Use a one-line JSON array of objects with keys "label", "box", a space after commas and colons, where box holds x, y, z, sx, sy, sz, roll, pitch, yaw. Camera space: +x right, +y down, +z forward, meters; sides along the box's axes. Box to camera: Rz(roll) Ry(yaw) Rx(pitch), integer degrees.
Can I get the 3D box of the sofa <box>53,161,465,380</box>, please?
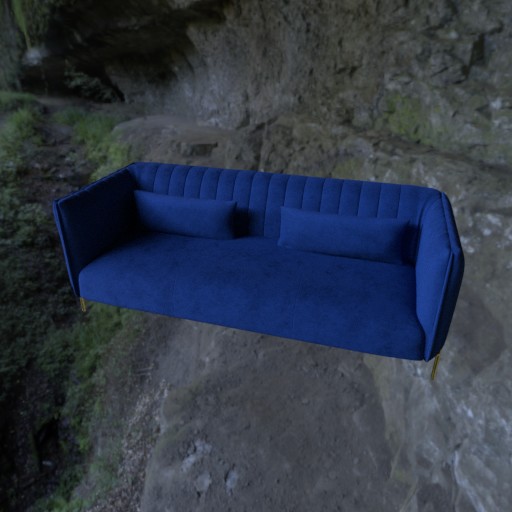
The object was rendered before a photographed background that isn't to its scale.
[{"label": "sofa", "box": [0.000, 0.000, 2.634, 2.136, 0.793, 0.896, 8, 29, 15]}]
